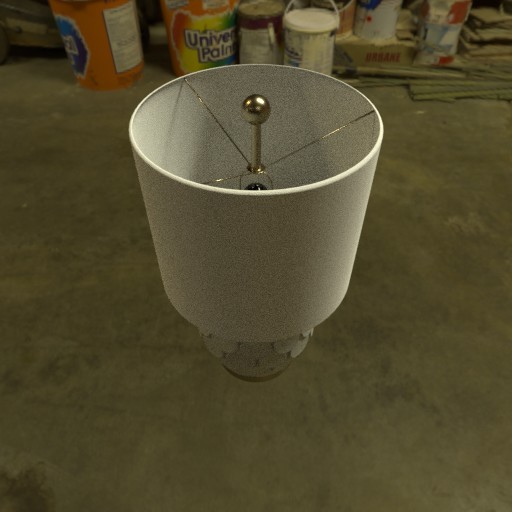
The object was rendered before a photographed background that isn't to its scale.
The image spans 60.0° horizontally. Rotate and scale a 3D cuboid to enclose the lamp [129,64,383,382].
[{"bbox_3d":[0.000,0.000,0.596,0.254,0.452,0.254,0,46,0],"label":"lamp"}]
